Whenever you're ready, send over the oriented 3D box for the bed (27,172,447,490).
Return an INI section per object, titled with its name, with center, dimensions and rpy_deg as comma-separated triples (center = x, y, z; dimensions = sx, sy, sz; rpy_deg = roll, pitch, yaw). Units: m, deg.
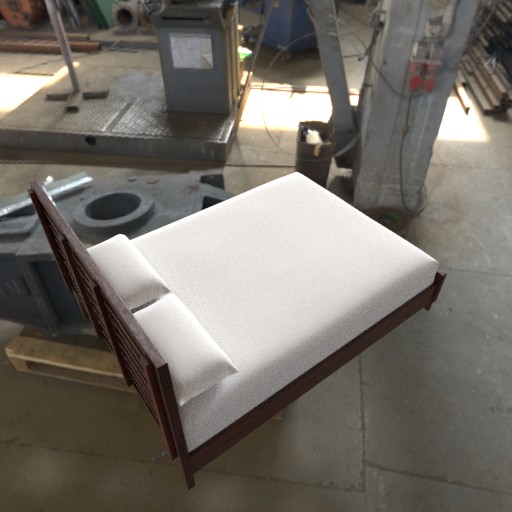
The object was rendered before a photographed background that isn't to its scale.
[bed]
center = 0.000, 0.000, 3.827
dimensions = 2.803, 1.492, 2.040
rpy_deg = -27, 48, -27
